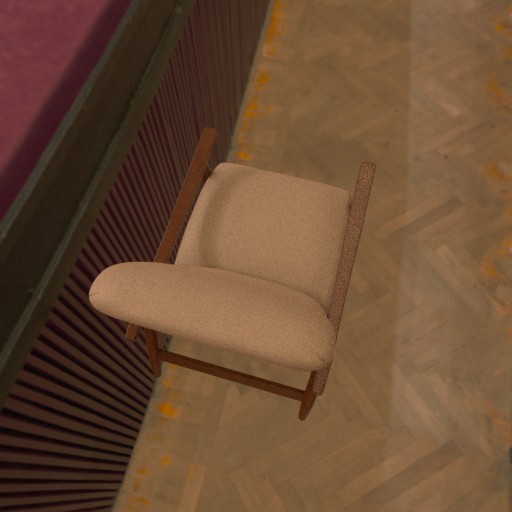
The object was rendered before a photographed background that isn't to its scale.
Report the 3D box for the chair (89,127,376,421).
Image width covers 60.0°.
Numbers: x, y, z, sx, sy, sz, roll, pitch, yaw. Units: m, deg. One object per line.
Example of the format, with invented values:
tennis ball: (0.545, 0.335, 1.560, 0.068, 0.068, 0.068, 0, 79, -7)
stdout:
chair: (0.000, 0.000, 1.768, 0.762, 1.082, 1.030, 14, 64, 7)
